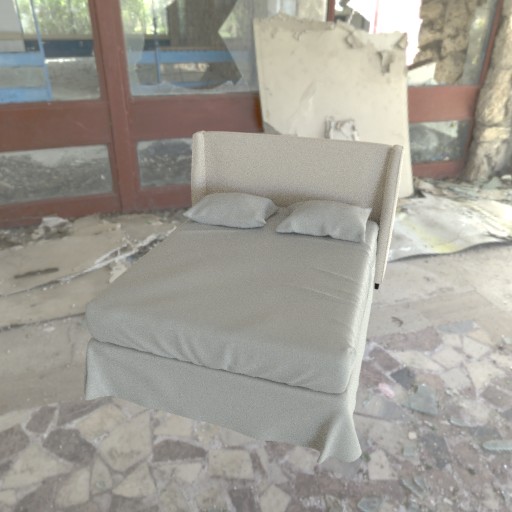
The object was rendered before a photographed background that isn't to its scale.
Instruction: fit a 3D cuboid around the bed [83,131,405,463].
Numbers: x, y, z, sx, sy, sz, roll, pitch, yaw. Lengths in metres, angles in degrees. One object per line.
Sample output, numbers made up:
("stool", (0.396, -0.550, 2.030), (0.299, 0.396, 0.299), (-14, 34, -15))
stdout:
("bed", (0.000, 0.000, 3.356), (1.925, 1.332, 2.276), (9, 29, 16))
